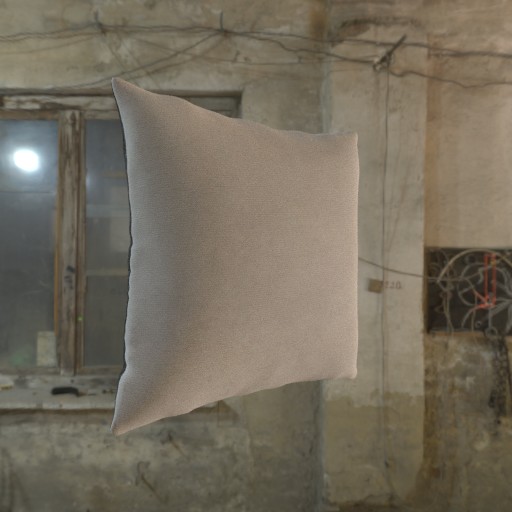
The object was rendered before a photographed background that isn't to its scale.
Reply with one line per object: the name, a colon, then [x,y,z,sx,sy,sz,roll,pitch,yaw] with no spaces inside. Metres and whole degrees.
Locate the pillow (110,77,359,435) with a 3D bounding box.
pillow: [0.000,0.000,0.658,0.433,0.434,0.196,0,0,-36]
